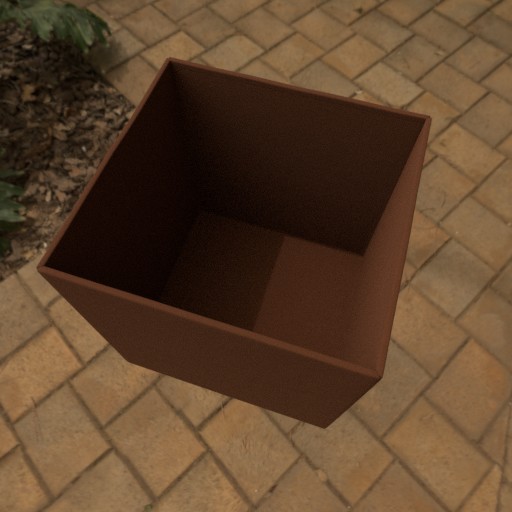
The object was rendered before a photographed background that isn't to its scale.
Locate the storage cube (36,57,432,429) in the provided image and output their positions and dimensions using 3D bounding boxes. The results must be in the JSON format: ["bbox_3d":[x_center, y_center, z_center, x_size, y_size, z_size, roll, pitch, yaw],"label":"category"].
[{"bbox_3d":[0.000,0.000,0.497,0.270,0.280,0.270,16,63,8],"label":"storage cube"}]
